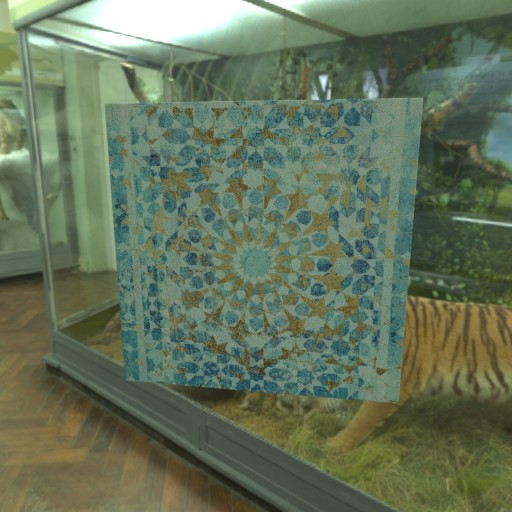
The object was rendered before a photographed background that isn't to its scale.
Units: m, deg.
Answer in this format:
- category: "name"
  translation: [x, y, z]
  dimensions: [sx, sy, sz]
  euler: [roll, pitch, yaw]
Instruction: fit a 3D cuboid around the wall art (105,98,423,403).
- category: "wall art"
  translation: [0.000, 0.000, 1.384]
  dimensions: [0.916, 0.916, 0.040]
  euler: [2, 13, 9]
